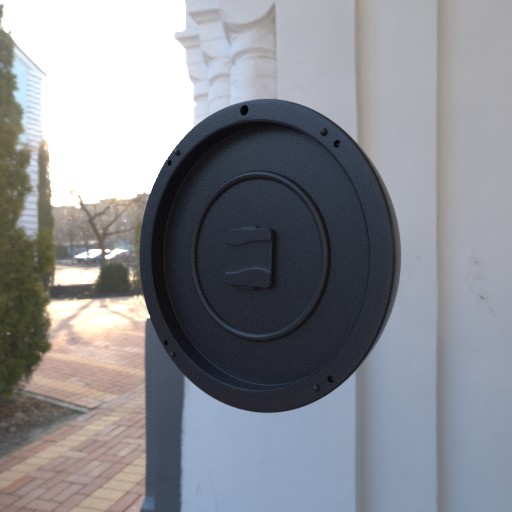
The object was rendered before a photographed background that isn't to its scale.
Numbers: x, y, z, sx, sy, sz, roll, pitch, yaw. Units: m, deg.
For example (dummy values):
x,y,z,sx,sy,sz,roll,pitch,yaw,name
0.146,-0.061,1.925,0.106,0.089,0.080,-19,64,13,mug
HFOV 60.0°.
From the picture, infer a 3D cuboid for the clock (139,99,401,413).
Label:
x,y,z,sx,sy,sz,roll,pitch,yaw,name
0.000,0.000,0.452,0.300,0.300,0.060,0,1,36,clock
